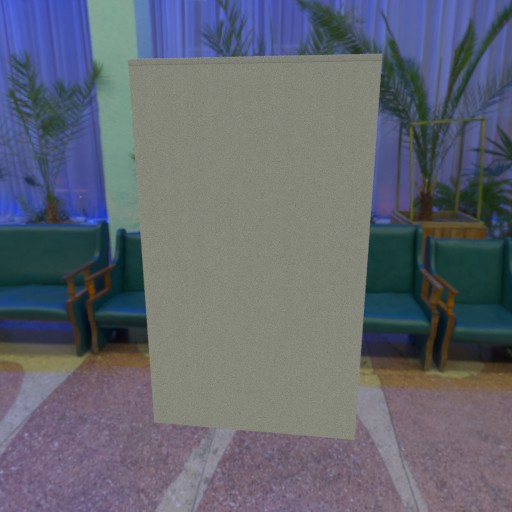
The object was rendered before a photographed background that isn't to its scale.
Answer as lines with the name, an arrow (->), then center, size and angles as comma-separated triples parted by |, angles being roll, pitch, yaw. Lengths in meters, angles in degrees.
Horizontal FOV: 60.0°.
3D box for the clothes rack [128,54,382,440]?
clothes rack -> 0.000, 0.000, 1.587 | 0.750, 1.280, 0.250 | 2, 16, 7
